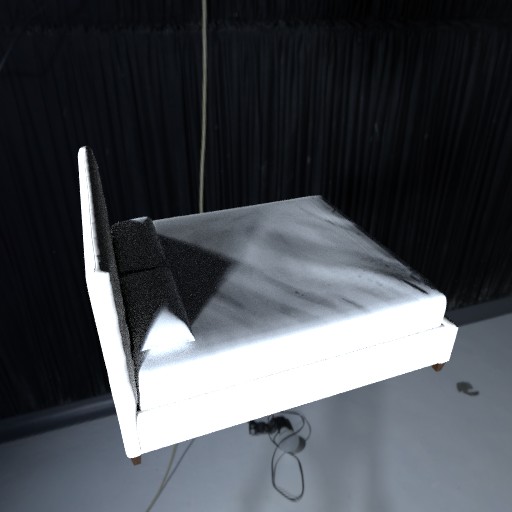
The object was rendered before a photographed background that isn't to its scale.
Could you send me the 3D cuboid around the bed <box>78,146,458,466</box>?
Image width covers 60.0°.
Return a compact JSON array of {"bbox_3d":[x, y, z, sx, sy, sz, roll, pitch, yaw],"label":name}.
[{"bbox_3d":[0.000,0.000,3.522,2.387,1.427,2.078,-11,32,-17],"label":"bed"}]
